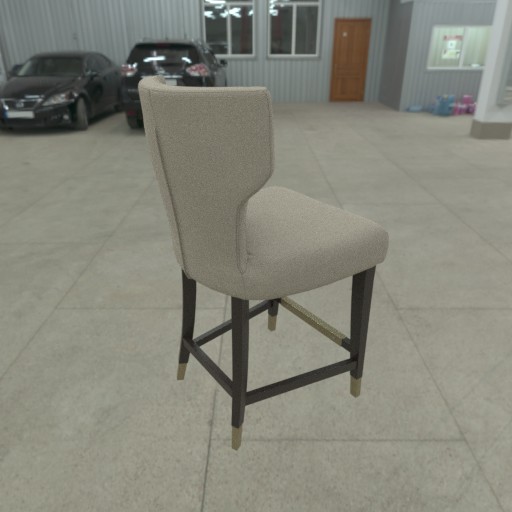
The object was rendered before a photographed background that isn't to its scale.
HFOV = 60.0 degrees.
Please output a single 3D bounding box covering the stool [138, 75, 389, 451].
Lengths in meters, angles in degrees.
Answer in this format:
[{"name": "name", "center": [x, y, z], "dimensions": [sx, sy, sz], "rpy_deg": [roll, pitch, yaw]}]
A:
[{"name": "stool", "center": [0.000, 0.000, 1.310], "dimensions": [0.563, 0.982, 0.527], "rpy_deg": [-17, 30, -31]}]
